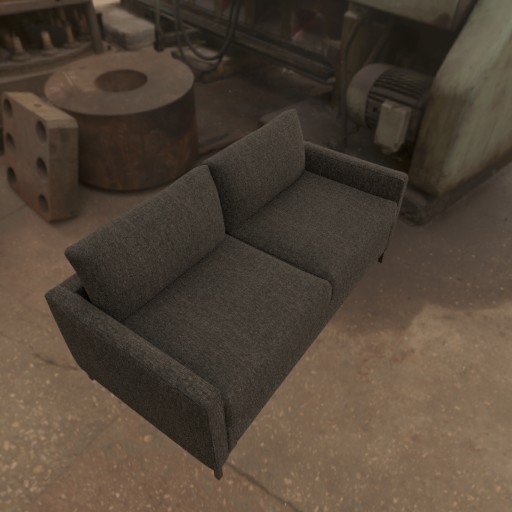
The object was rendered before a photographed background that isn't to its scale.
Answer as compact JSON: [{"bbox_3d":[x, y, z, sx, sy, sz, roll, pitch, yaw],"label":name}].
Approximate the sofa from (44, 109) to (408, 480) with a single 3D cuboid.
[{"bbox_3d":[0.000,0.000,2.189,0.866,0.862,1.716,26,48,26],"label":"sofa"}]
